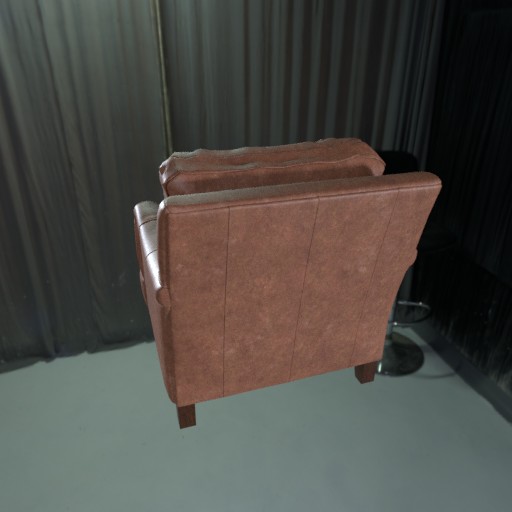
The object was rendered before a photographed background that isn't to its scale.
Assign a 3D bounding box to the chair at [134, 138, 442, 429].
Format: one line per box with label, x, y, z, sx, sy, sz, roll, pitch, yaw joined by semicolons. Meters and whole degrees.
chair;0.000;0.000;1.965;0.986;1.055;1.158;-8;27;-17
